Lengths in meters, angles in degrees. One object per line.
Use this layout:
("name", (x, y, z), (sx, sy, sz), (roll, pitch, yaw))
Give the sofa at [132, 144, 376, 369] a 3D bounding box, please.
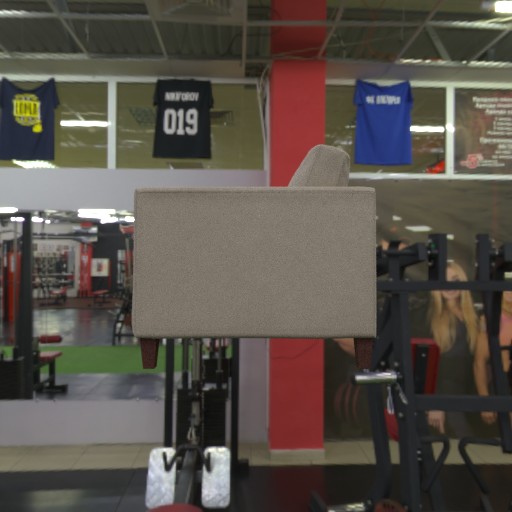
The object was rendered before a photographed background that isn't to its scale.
("sofa", (0.000, 0.000, 2.890), (0.988, 0.912, 2.404), (0, -1, 0))
